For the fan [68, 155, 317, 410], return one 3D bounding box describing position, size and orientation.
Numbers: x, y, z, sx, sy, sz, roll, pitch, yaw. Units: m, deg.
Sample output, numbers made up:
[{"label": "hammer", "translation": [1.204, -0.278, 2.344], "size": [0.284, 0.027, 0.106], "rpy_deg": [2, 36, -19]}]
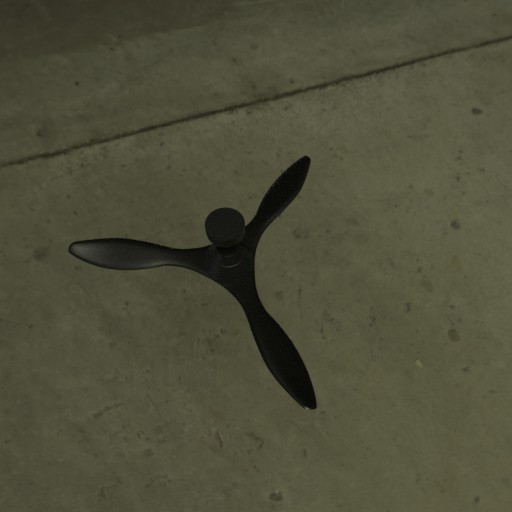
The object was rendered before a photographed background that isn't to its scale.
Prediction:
[{"label": "fan", "translation": [0.000, 0.000, 1.636], "size": [1.067, 0.305, 1.067], "rpy_deg": [-34, 65, -18]}]
